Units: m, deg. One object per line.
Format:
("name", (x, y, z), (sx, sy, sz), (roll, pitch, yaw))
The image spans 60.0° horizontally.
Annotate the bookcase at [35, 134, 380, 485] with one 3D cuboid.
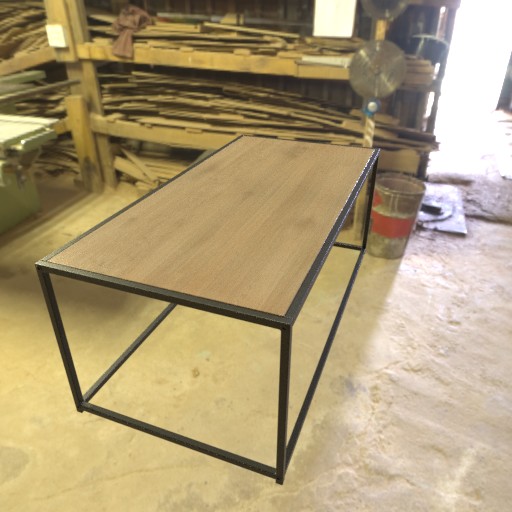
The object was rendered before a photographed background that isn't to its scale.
("bookcase", (0.000, 0.000, 1.251), (0.500, 0.400, 1.000), (11, 32, 18))
